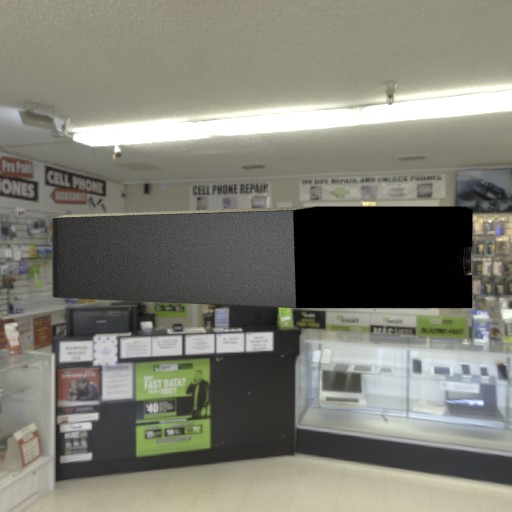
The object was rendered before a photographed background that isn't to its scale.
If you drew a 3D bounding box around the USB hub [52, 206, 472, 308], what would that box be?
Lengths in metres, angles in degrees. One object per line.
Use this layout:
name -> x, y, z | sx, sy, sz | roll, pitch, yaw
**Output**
USB hub -> 0.000, 0.000, 0.126 | 0.110, 0.023, 0.044 | 0, 1, 19
